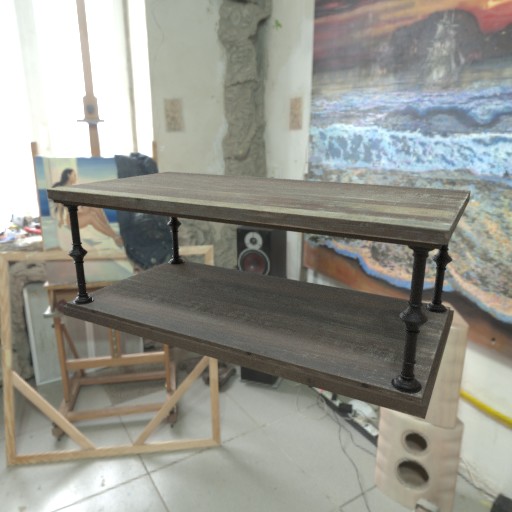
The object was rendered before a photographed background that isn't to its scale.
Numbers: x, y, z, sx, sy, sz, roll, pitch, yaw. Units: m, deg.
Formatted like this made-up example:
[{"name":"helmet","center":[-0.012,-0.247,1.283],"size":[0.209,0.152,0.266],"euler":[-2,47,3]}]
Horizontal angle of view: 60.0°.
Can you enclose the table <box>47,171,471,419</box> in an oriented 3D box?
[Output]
[{"name":"table","center":[0.000,0.000,1.333],"size":[1.088,0.399,0.554],"euler":[9,19,27]}]
